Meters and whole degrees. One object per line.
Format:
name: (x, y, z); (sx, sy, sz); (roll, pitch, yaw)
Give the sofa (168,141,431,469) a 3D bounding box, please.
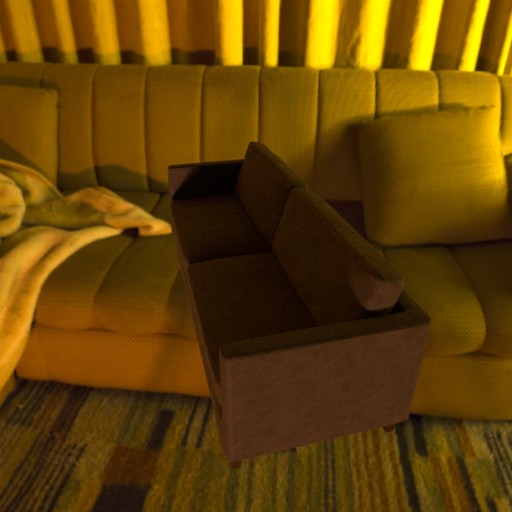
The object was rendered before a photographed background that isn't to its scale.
sofa: (0.000, 0.000, 2.927); (0.951, 0.965, 2.434); (-8, 30, -13)
